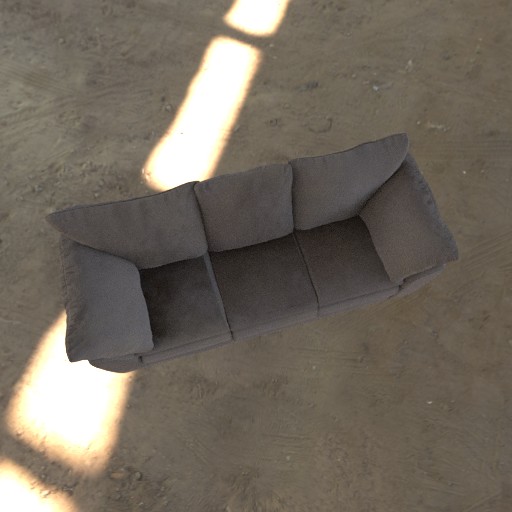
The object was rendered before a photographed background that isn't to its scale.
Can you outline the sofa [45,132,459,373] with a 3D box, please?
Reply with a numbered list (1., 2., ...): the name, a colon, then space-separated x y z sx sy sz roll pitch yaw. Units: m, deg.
1. sofa: 0.000 0.000 2.859 2.336 1.073 0.878 -14 65 -7
